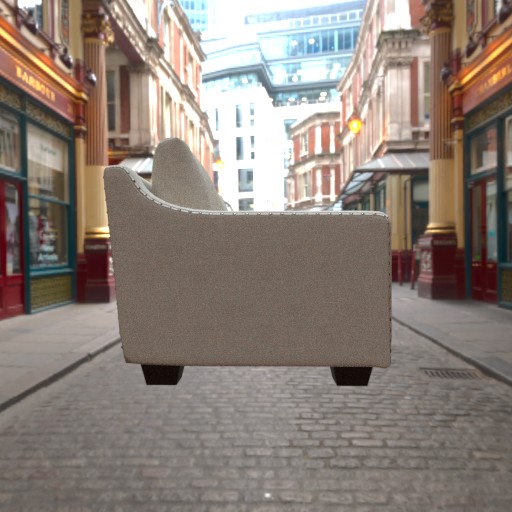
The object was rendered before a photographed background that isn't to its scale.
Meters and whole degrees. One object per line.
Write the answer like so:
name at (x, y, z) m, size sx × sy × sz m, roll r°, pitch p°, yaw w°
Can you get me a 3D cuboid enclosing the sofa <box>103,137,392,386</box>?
sofa at (0.000, 0.000, 2.675) m, size 1.104 × 0.983 × 2.107 m, roll 0°, pitch 0°, yaw 1°
